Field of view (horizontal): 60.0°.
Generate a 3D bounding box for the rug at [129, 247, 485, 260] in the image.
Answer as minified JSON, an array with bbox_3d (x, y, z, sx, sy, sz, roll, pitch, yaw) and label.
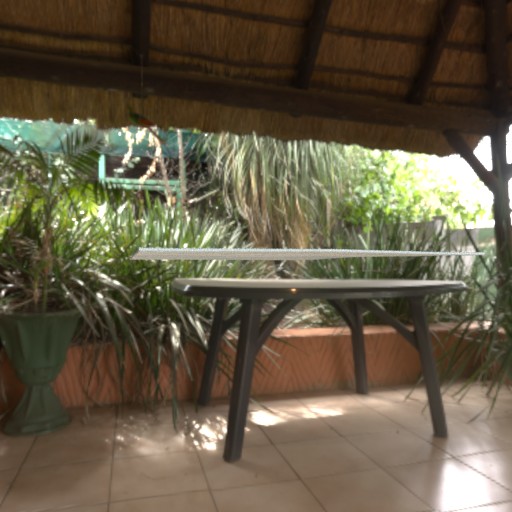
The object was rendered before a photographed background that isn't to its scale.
[{"bbox_3d":[0.000,0.000,2.981,1.613,0.030,2.306,0,-1,-17],"label":"rug"}]
